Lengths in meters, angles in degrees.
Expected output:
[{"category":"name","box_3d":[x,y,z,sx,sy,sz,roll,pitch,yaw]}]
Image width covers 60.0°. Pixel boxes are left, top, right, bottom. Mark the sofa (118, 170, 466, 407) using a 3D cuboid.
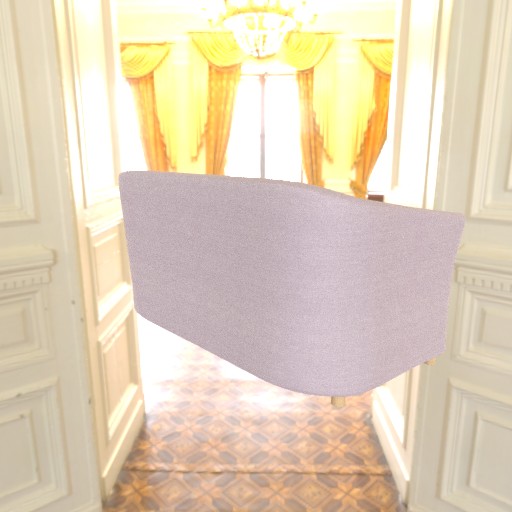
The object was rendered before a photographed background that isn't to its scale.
[{"category":"sofa","box_3d":[0.000,0.000,1.902,0.705,0.721,1.452,-13,19,-43]}]
